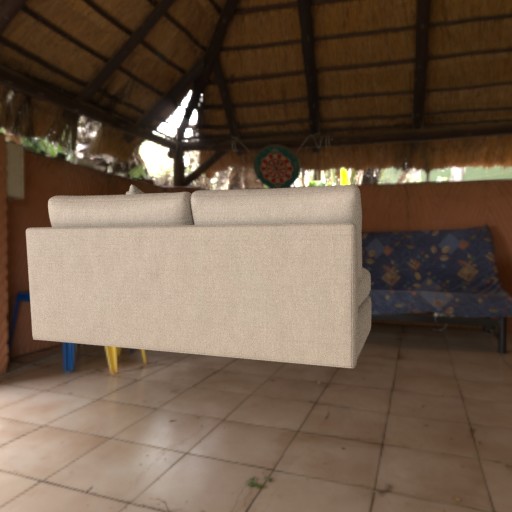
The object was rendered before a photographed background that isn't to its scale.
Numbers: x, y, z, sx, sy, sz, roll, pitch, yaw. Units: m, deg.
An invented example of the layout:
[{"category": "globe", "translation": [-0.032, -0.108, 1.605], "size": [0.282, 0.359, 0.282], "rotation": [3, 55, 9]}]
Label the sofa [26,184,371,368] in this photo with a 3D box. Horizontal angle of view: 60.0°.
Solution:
[{"category": "sofa", "translation": [0.000, 0.000, 3.748], "size": [1.994, 0.978, 2.896], "rotation": [1, 2, 19]}]
